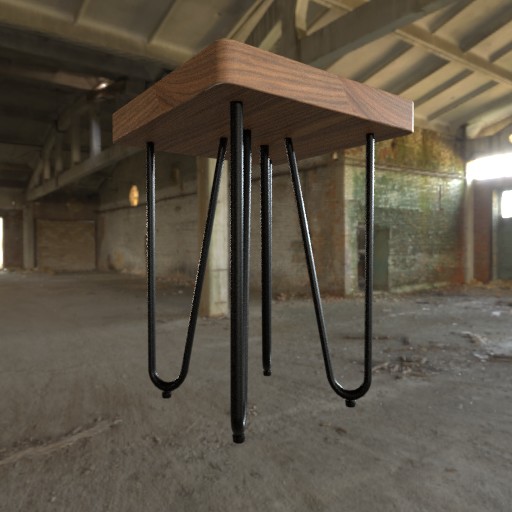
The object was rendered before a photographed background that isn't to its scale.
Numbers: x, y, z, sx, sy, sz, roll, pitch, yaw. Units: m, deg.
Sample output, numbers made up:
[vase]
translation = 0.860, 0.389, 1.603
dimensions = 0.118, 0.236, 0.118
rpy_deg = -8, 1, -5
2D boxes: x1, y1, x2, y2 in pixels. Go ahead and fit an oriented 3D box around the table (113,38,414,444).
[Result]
[table]
translation = 0.000, 0.000, 0.972
dimensions = 0.479, 0.641, 0.480
rpy_deg = -1, 1, -37
